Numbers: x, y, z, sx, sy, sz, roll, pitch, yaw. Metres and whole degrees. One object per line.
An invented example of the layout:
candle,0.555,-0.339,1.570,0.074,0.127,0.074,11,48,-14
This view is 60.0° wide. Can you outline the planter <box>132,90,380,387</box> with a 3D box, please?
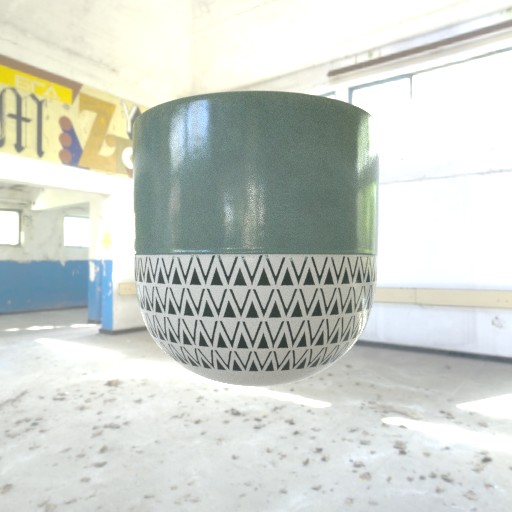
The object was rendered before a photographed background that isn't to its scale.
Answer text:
planter,0.000,0.000,0.494,0.266,0.270,0.266,0,-1,0
